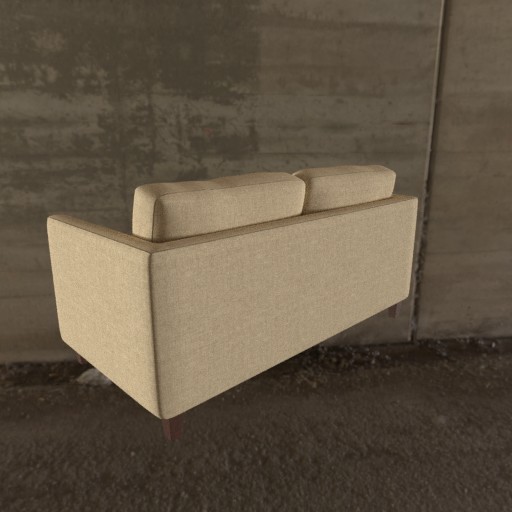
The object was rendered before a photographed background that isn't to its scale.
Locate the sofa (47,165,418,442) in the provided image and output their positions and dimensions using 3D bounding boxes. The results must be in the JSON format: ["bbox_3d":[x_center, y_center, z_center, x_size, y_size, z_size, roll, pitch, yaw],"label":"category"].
[{"bbox_3d":[0.000,0.000,2.443,1.884,0.963,0.950,-15,21,-42],"label":"sofa"}]
